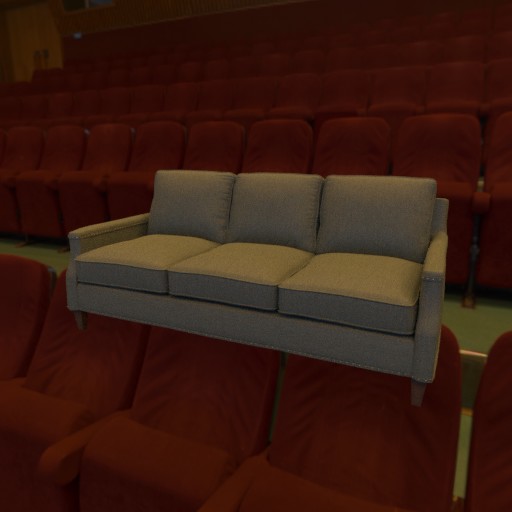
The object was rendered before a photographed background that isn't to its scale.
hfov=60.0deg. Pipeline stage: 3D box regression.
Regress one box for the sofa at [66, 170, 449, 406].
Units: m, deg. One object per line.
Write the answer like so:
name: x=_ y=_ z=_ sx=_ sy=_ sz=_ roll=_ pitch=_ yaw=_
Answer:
sofa: x=0.000 y=0.000 z=2.818 sx=2.246 sy=1.003 sz=1.084 roll=6 pitch=16 yaw=24
